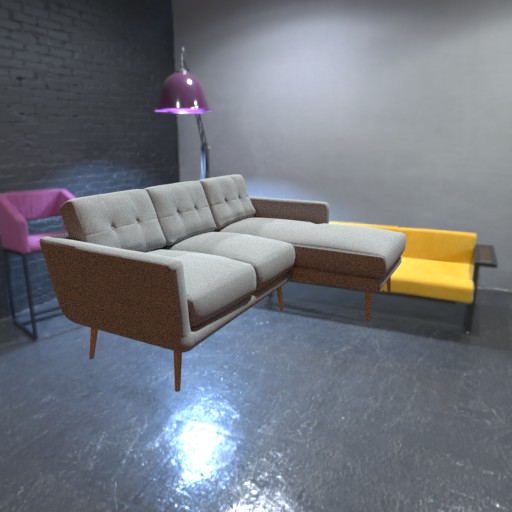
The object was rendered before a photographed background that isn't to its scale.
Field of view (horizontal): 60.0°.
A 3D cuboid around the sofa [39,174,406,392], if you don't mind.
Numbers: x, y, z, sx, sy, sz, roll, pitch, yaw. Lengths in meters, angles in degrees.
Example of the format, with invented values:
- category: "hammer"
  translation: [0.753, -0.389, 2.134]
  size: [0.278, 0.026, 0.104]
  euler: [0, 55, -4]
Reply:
- category: "sofa"
  translation: [0.000, 0.000, 2.846]
  size: [1.530, 0.860, 2.040]
  euler: [8, 17, 27]
